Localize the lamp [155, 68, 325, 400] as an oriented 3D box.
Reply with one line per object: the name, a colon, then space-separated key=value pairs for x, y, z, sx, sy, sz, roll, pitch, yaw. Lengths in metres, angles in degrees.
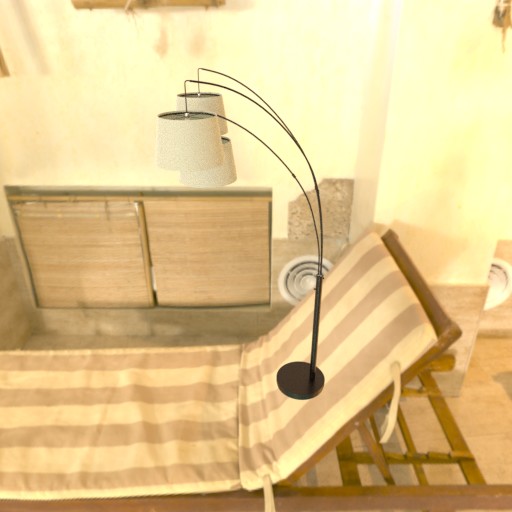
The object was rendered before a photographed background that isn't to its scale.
lamp: x=0.000 y=0.000 z=2.548 sx=0.924 sy=1.950 sz=0.951 roll=0 pitch=27 yaw=-1
